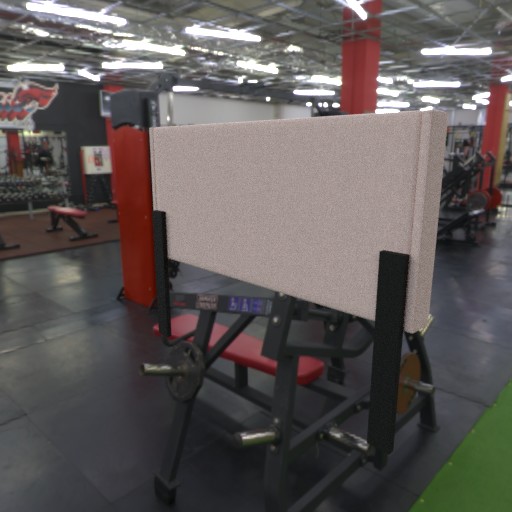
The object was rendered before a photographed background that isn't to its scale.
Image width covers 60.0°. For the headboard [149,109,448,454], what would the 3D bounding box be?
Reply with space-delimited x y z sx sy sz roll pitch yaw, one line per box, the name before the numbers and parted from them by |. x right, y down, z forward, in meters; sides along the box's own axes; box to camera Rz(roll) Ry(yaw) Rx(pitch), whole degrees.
headboard | 0.000 0.000 2.620 0.184 1.524 2.051 -13 19 -43
